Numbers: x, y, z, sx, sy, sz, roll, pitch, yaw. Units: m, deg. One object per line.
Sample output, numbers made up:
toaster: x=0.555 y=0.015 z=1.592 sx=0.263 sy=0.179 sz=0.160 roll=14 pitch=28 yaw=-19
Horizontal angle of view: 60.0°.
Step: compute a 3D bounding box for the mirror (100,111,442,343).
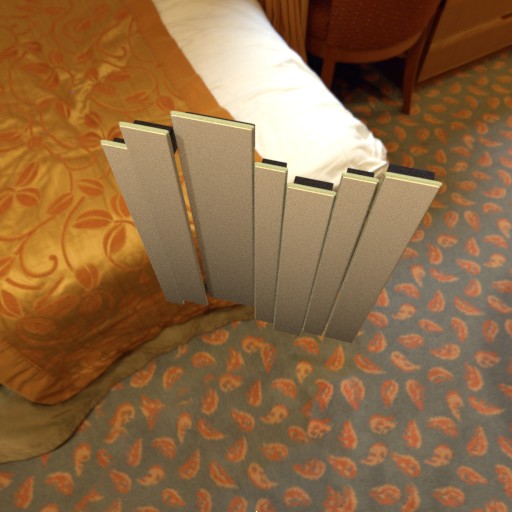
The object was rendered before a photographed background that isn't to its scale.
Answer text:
mirror: x=0.000 y=0.000 z=0.795 sx=0.445 sy=0.611 sz=0.058 roll=12 pitch=61 yaw=7
